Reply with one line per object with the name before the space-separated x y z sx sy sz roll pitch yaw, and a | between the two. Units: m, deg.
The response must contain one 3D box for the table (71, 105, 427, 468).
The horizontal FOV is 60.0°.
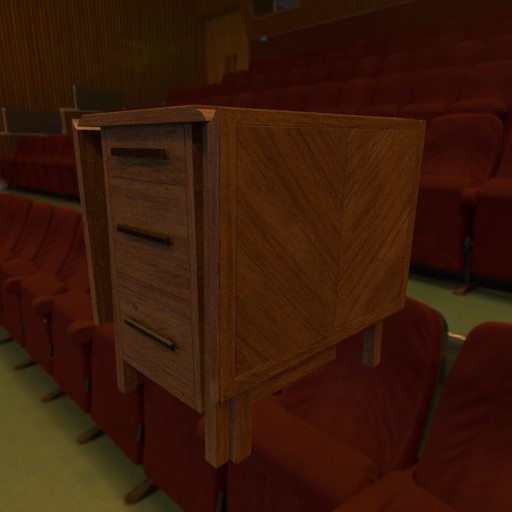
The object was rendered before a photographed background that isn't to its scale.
table | 0.000 0.000 1.275 0.746 0.763 0.591 -14 20 -42
